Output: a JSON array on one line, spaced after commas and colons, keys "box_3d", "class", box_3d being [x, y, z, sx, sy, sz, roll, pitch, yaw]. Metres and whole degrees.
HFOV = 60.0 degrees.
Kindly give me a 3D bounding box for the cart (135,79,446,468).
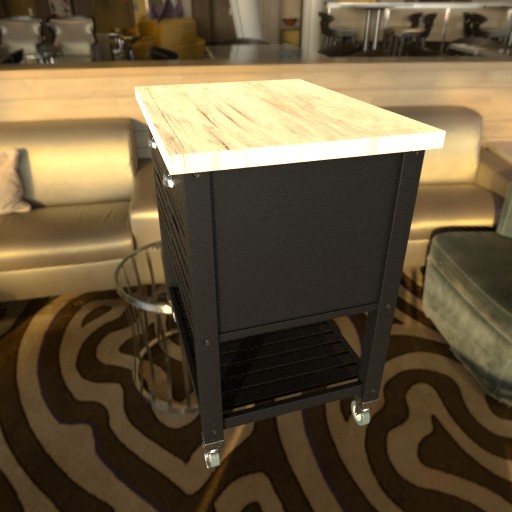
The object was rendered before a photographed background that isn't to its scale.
[{"box_3d": [0.000, 0.000, 1.392, 0.567, 0.920, 0.797, -9, 31, -15], "class": "cart"}]
